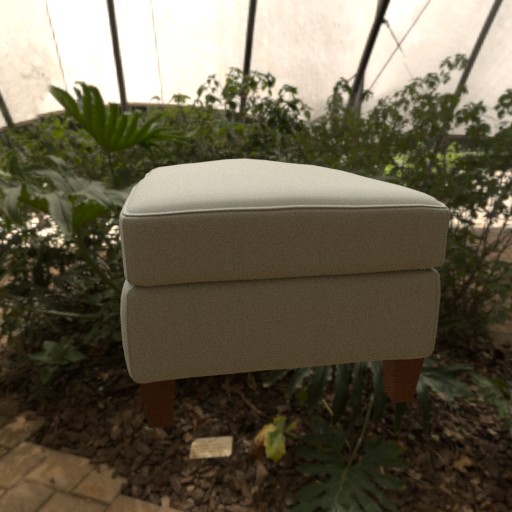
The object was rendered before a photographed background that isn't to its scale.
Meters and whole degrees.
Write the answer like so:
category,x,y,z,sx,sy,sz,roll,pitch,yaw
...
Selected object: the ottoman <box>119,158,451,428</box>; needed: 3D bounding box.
category,x,y,z,sx,sy,sz,roll,pitch,yaw
ottoman,0.000,0.000,1.208,0.634,0.496,0.818,-3,16,-9
